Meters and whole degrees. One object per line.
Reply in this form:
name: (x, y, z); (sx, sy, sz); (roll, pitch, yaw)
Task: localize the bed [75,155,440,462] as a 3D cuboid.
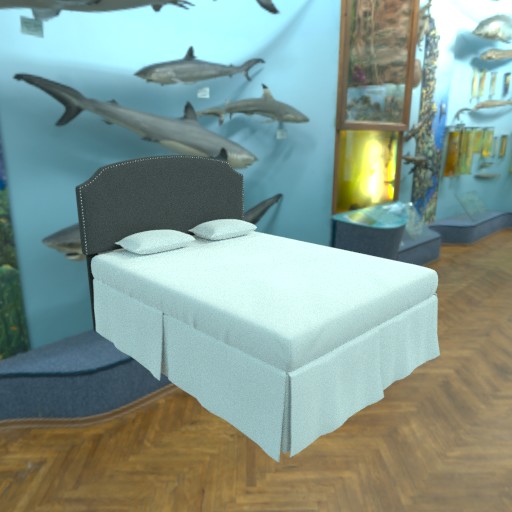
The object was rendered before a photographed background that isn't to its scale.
bed: (0.000, 0.000, 2.972); (1.558, 1.270, 1.999); (-14, 20, -43)
